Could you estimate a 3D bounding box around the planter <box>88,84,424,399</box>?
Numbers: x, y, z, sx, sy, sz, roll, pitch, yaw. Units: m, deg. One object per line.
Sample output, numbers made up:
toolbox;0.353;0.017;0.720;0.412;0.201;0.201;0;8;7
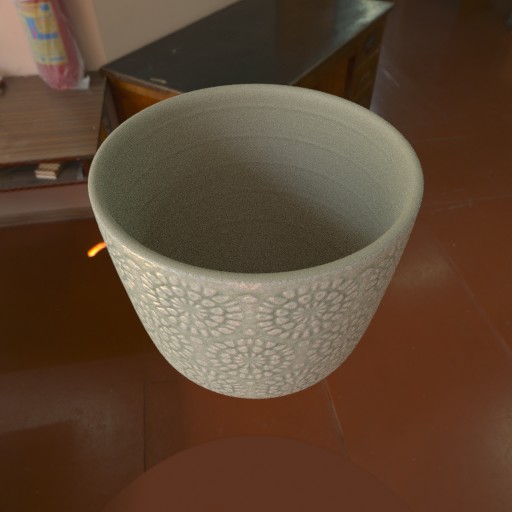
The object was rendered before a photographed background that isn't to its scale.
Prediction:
planter;0.000;0.000;0.207;0.124;0.109;0.124;0;46;0
